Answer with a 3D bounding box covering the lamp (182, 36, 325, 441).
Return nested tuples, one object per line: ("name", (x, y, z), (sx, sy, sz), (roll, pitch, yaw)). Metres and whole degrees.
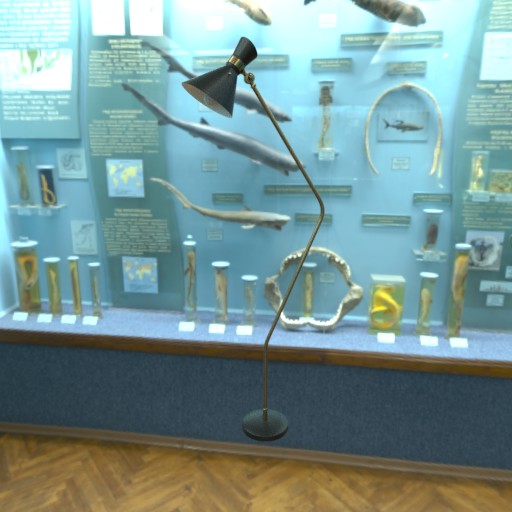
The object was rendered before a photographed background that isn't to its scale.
("lamp", (0.000, 0.000, 1.577), (0.467, 1.438, 0.277), (2, 14, 9))
